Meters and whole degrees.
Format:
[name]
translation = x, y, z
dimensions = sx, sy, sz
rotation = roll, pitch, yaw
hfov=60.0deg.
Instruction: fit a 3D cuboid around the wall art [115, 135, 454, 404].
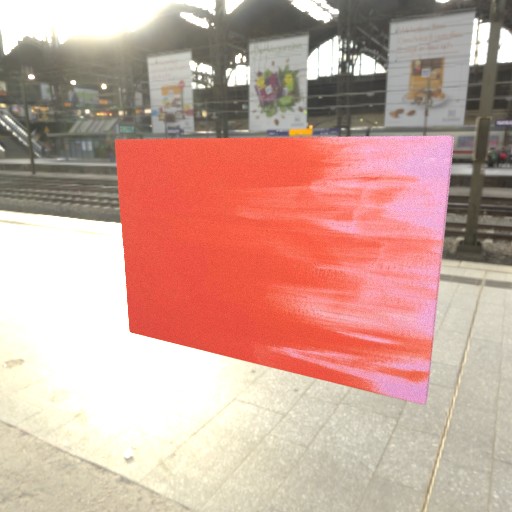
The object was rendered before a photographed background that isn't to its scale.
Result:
[wall art]
translation = 0.000, 0.000, 1.183
dimensions = 0.913, 0.609, 0.040
rotation = 7, 15, 26
